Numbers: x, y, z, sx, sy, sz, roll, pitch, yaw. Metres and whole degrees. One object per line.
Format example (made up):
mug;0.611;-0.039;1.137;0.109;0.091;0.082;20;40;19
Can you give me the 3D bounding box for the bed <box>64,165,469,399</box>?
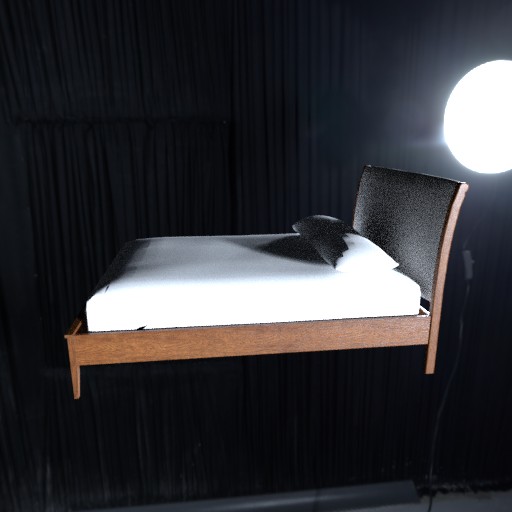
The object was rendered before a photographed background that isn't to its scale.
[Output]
bed;0.000;0.000;3.357;2.380;1.250;1.612;-2;15;-7
